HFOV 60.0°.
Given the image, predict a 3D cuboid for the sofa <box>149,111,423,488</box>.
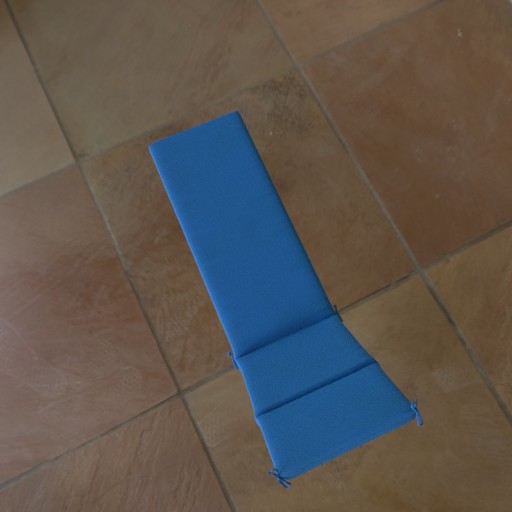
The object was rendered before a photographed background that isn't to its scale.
[{"bbox_3d":[0.000,0.000,1.933,0.582,0.622,1.663,-23,78,-5],"label":"sofa"}]
